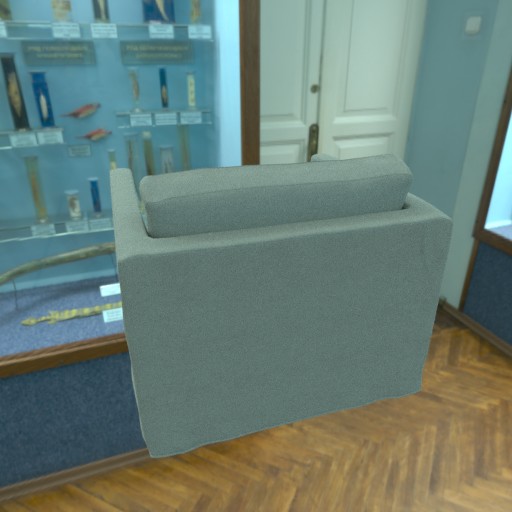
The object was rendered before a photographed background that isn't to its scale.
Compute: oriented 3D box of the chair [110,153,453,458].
[{"bbox_3d":[0.000,0.000,1.748,1.057,0.863,0.949,-8,27,-16],"label":"chair"}]
